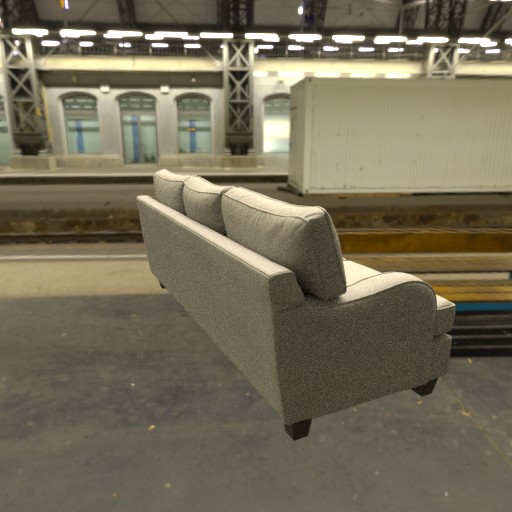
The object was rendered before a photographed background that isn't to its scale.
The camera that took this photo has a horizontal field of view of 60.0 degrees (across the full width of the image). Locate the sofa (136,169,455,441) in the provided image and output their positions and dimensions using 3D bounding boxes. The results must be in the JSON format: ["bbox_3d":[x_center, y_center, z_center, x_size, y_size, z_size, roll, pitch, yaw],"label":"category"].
[{"bbox_3d":[0.000,0.000,2.842,1.016,0.991,2.323,-8,17,-25],"label":"sofa"}]
